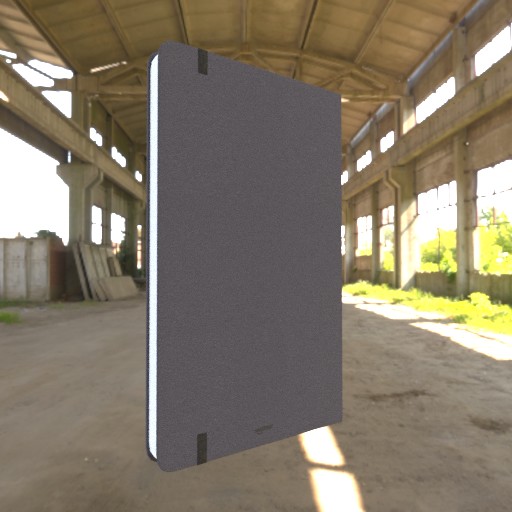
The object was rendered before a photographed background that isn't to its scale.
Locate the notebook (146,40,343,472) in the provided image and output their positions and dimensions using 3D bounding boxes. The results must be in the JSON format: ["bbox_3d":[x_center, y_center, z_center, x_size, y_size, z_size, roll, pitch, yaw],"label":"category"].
[{"bbox_3d":[0.000,0.000,0.256,0.127,0.213,0.016,1,-1,-36],"label":"notebook"}]
